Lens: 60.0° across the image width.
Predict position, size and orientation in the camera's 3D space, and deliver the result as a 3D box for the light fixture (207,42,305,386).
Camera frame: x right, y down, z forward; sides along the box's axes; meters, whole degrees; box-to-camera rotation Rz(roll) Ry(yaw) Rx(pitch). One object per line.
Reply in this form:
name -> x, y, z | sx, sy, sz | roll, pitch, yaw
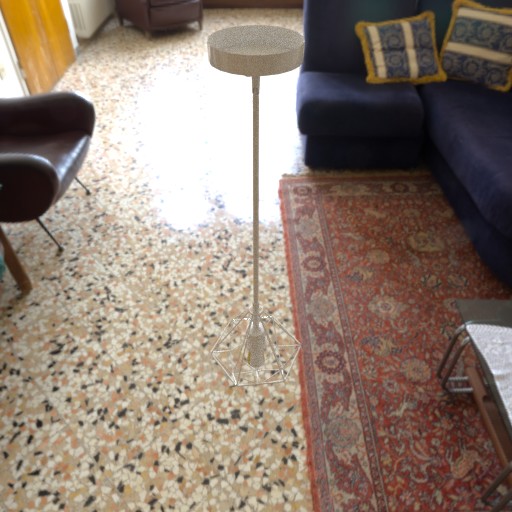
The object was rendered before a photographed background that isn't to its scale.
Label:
light fixture -> 0.000, 0.000, 1.928 | 0.431, 1.764, 0.487 | -26, 48, -26
